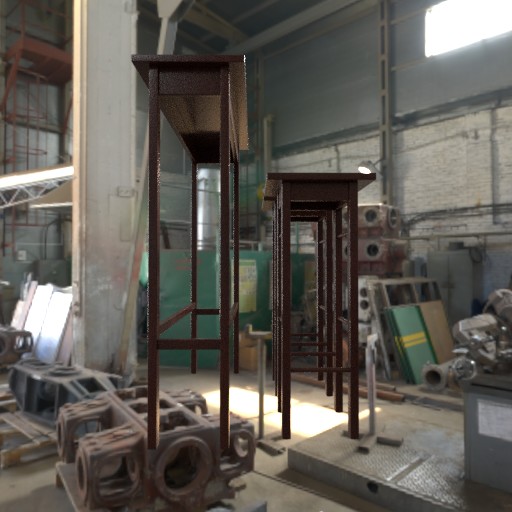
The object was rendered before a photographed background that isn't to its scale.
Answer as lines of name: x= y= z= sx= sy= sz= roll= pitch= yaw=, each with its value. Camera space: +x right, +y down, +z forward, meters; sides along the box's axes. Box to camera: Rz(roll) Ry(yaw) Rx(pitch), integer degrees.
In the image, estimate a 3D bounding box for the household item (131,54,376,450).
household item: x=0.000 y=0.000 z=1.640 sx=0.676 sy=1.067 sz=0.914 roll=0 pitch=-1 yaw=0
